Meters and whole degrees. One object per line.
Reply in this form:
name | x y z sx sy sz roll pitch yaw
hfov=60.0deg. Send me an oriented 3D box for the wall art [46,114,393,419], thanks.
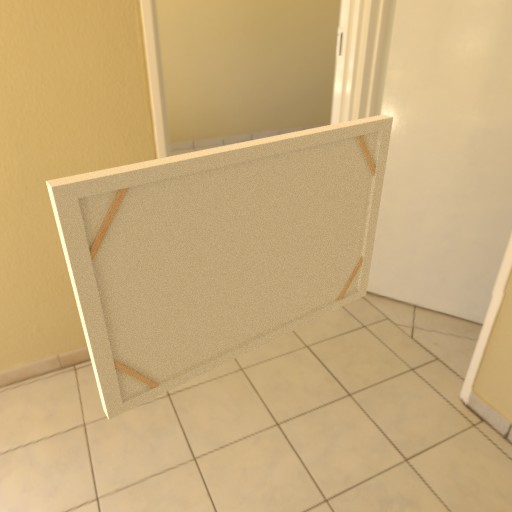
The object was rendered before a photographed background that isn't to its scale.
wall art | 0.000 0.000 1.179 0.914 0.609 0.038 -20 36 -30
